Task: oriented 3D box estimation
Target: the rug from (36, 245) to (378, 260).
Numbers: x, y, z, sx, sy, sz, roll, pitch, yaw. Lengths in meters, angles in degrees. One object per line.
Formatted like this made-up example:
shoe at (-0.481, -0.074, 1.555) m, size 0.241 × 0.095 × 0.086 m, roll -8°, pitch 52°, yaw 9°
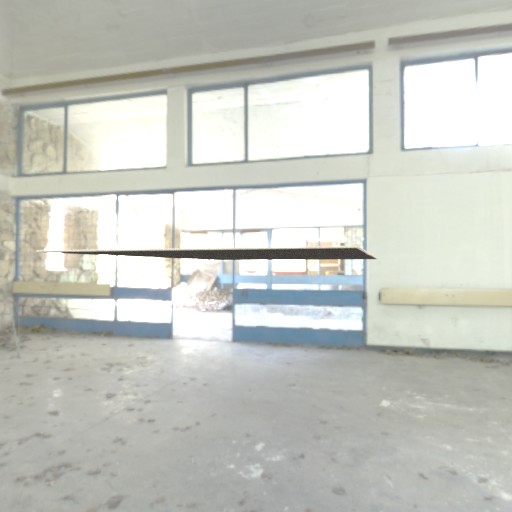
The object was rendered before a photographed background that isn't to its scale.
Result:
rug at (0.000, 0.000, 2.406) m, size 1.220 × 0.007 × 1.828 m, roll 0°, pitch -2°, yaw 17°
